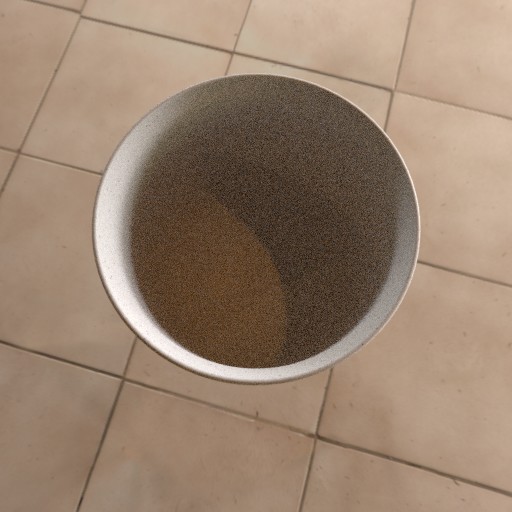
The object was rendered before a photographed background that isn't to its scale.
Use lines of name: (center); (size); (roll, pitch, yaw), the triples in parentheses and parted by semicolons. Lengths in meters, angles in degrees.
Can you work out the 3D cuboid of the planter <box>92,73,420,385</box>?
planter: (0.000, 0.000, 0.488); (0.268, 0.270, 0.268); (0, 76, 0)
